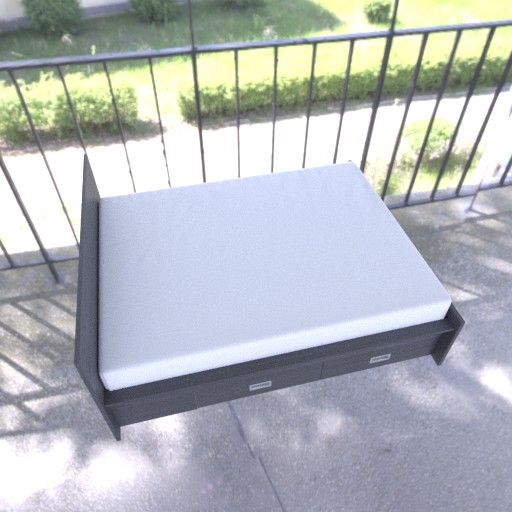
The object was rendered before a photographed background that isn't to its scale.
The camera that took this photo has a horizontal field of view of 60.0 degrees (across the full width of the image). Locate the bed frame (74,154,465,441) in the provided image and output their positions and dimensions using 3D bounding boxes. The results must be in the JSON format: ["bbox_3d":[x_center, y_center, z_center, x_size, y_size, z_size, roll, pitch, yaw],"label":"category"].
[{"bbox_3d":[0.000,0.000,2.843,1.960,0.800,1.622,-10,46,-10],"label":"bed frame"}]
